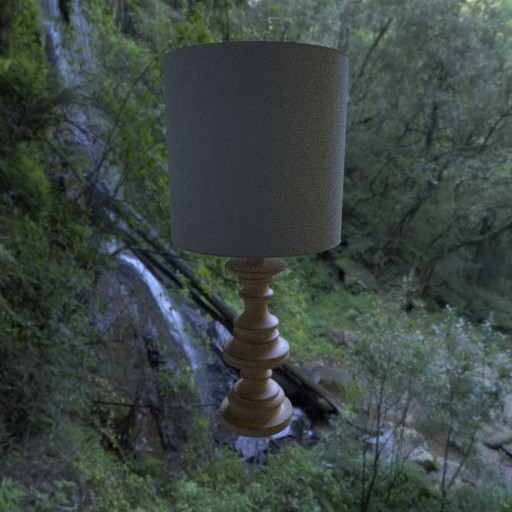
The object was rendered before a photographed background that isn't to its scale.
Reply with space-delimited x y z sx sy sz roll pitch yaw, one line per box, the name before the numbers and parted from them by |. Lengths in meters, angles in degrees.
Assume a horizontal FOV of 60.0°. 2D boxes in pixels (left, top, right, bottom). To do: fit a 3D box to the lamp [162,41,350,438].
lamp | 0.000 0.000 0.559 0.208 0.455 0.208 -7 16 -26
